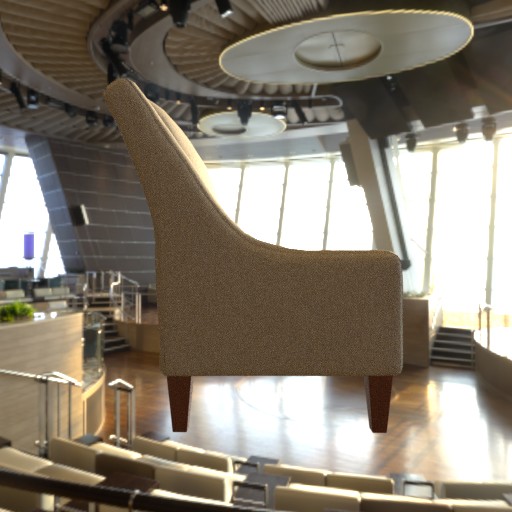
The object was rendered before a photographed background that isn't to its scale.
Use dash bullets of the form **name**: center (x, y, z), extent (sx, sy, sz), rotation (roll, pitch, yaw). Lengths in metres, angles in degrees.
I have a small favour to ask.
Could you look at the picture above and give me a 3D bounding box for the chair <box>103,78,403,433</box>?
- **chair**: center (0.000, 0.000, 1.619), extent (0.870, 1.014, 0.774), rotation (0, -1, 1)
